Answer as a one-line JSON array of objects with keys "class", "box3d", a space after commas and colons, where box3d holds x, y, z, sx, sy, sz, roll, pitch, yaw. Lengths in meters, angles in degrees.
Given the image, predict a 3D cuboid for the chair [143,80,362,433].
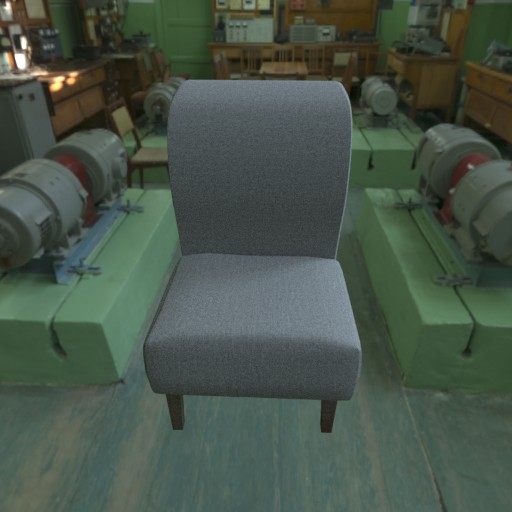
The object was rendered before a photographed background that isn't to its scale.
[{"class": "chair", "box3d": [0.000, 0.000, 1.191, 0.513, 0.804, 0.592, 1, 30, 1]}]
